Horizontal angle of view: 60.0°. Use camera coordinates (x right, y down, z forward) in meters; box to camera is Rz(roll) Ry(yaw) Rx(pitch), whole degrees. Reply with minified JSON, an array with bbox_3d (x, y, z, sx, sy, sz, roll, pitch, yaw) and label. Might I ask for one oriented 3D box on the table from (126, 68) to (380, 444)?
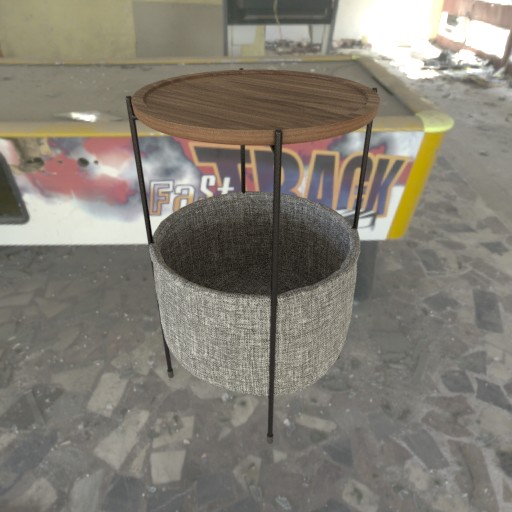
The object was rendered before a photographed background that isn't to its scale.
[{"bbox_3d":[0.000,0.000,0.875,0.400,0.623,0.400,22,39,30],"label":"table"}]
